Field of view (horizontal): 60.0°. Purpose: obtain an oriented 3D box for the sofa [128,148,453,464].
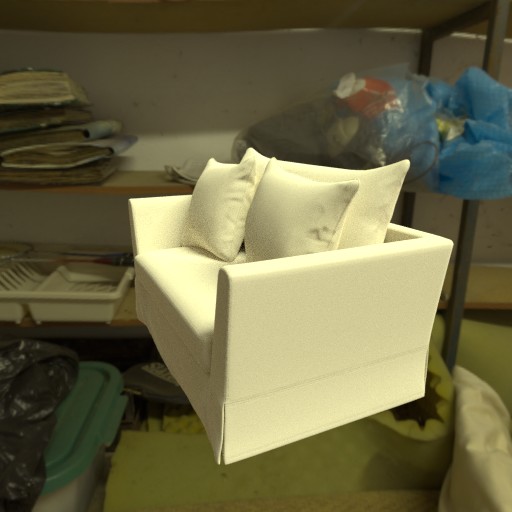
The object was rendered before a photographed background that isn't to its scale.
[{"bbox_3d":[0.000,0.000,2.288,1.026,1.039,1.608,-8,18,-25],"label":"sofa"}]
